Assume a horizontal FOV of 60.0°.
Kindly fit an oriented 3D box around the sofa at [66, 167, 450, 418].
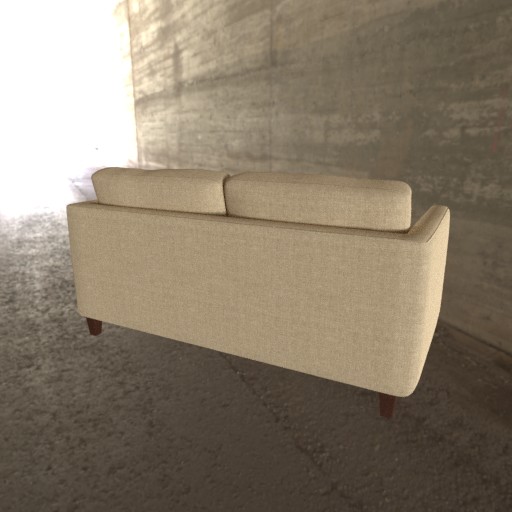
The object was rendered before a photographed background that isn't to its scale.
[{"bbox_3d":[0.000,0.000,2.448,1.884,0.963,0.950,8,17,27],"label":"sofa"}]
